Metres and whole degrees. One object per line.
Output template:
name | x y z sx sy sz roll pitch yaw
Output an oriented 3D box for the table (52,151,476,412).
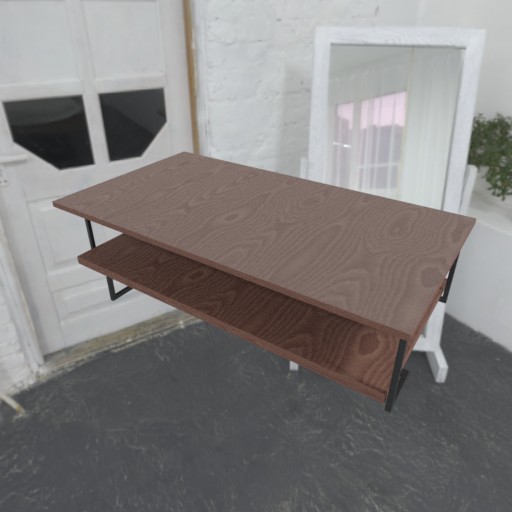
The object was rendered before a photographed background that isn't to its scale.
table | 0.000 0.000 1.506 1.197 0.347 0.651 19 36 29
